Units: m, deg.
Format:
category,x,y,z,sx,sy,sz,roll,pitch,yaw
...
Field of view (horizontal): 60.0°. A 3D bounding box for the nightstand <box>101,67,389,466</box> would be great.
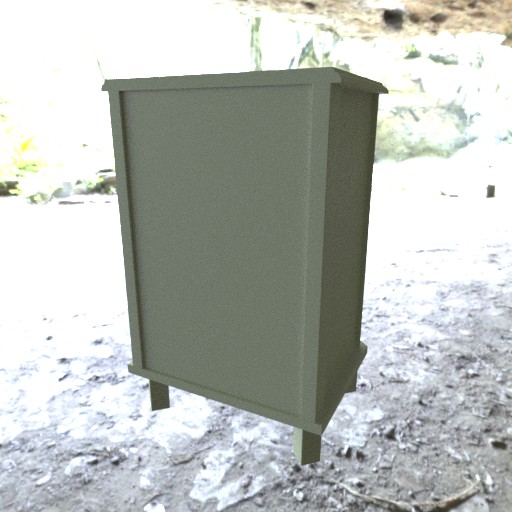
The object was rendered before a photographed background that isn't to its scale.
category,x,y,z,sx,sy,sz,roll,pitch,yaw
nightstand,0.000,0.000,0.929,0.435,0.681,0.351,9,19,26
